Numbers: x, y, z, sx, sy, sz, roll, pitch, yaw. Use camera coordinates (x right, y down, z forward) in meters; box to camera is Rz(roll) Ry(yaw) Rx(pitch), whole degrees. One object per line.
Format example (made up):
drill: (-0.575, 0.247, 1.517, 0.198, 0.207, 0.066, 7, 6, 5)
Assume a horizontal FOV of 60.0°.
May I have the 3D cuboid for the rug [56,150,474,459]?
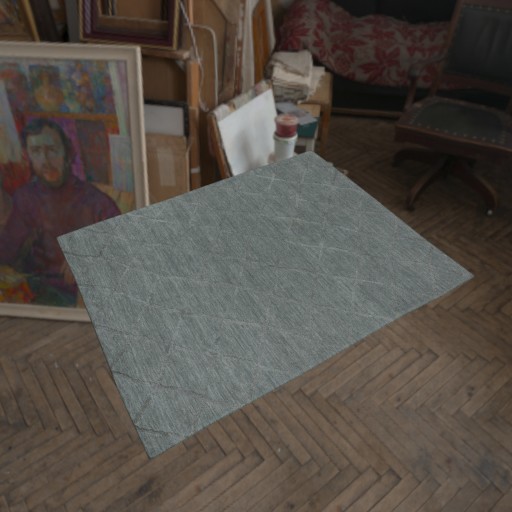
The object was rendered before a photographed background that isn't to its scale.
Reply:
rug: (0.000, 0.000, 4.065, 3.048, 0.013, 2.438, -23, 49, -22)
